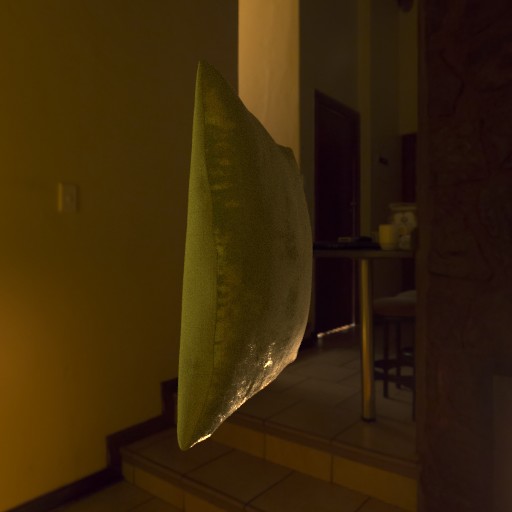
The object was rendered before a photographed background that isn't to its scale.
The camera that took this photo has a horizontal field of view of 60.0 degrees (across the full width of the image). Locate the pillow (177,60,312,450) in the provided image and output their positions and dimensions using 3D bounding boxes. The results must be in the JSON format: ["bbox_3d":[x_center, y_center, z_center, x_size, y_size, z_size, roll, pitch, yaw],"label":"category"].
[{"bbox_3d":[0.000,0.000,0.741,0.175,0.464,0.470,0,1,18],"label":"pillow"}]
